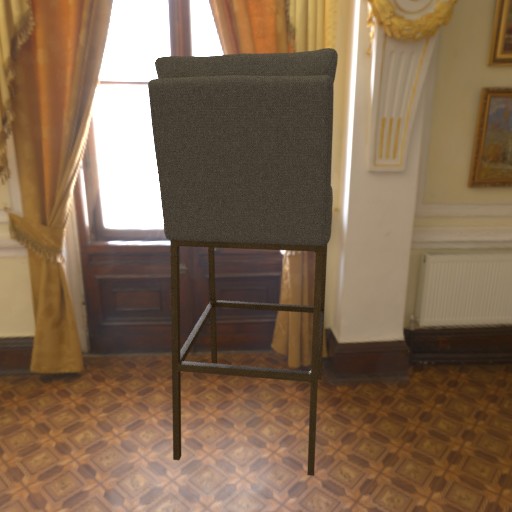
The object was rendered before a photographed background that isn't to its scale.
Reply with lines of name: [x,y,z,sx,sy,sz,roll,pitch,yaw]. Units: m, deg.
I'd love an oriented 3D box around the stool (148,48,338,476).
stool: [0.000,0.000,1.392,0.463,1.132,0.569,2,16,9]
